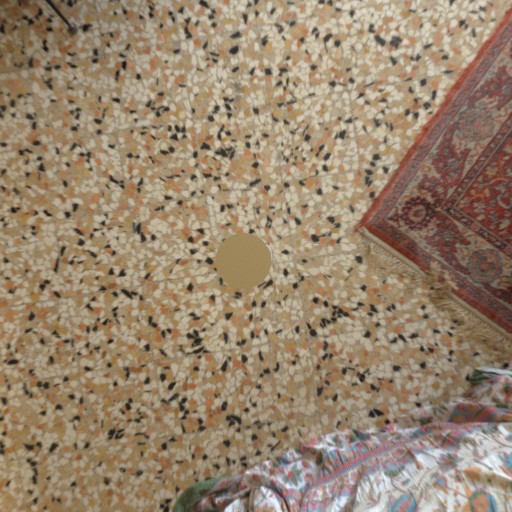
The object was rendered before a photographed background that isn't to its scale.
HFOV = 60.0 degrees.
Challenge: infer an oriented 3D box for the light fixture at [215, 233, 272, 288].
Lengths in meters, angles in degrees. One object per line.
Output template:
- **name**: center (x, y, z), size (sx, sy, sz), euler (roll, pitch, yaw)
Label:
- **light fixture**: center (0.000, 0.000, 1.786), size (0.129, 1.669, 0.129), euler (0, 91, 2)
